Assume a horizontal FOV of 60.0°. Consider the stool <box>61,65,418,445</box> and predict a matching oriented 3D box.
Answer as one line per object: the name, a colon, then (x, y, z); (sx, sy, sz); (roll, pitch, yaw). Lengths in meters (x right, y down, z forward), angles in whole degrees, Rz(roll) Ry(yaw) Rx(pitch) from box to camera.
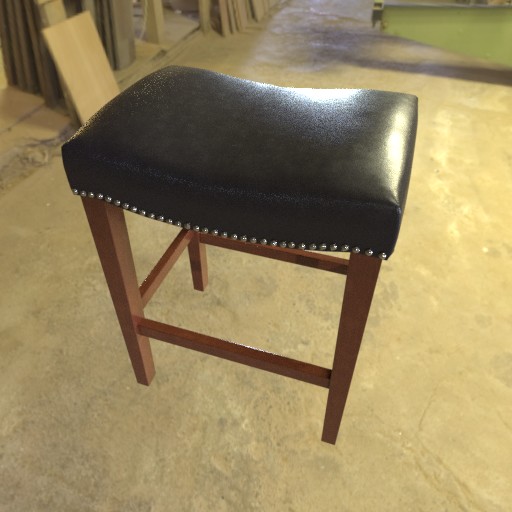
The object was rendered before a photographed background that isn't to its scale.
stool: (0.000, 0.000, 0.918); (0.504, 0.654, 0.372); (13, 44, 14)
